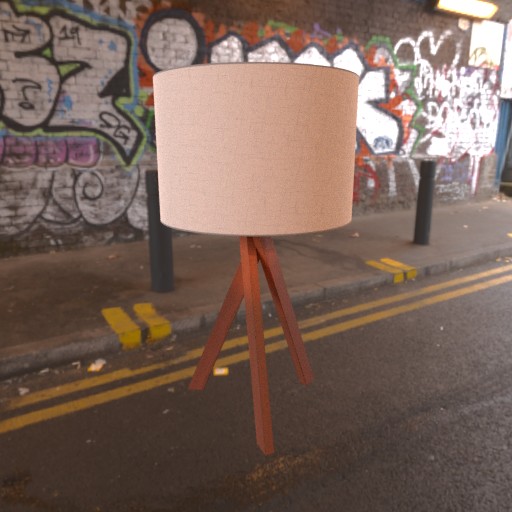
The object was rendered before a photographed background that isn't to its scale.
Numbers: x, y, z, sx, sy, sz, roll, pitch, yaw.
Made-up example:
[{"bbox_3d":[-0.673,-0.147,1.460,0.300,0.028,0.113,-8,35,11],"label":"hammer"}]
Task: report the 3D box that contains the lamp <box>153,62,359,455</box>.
[{"bbox_3d":[0.000,0.000,0.920,0.380,0.686,0.380,2,14,7],"label":"lamp"}]
